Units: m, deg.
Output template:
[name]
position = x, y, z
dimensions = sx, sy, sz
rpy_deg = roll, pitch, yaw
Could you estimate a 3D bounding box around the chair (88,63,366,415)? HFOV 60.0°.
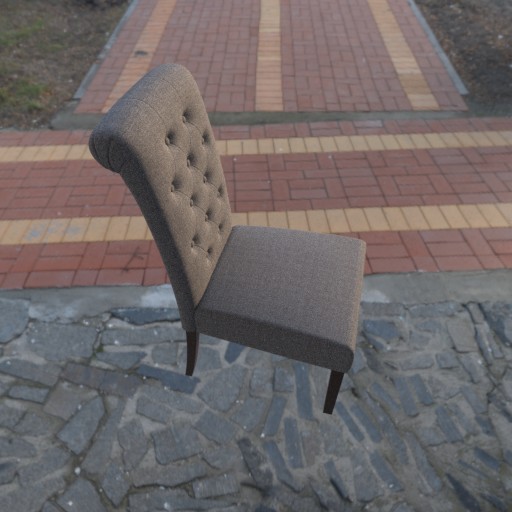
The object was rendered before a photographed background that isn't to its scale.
[chair]
position = 0.000, 0.000, 1.365
dimensions = 0.671, 1.006, 0.456
rpy_deg = 10, 46, 10
